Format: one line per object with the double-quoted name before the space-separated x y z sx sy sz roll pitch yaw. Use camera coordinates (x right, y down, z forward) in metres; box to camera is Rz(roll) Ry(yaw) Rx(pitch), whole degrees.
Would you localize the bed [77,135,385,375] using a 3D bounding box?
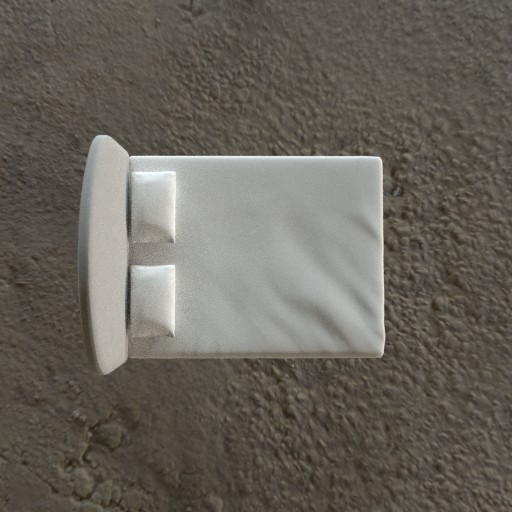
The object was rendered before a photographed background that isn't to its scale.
"bed" 0.000 0.000 3.167 2.005 1.410 1.607 0 88 0
